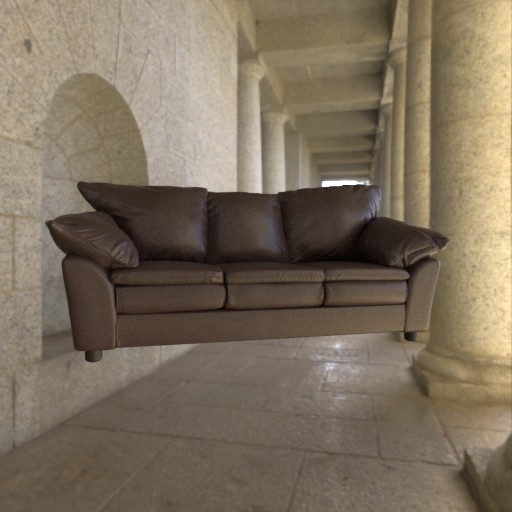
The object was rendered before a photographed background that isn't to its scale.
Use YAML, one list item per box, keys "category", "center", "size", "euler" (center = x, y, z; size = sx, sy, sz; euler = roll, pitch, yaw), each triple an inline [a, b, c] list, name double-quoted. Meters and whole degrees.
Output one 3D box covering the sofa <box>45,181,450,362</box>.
- category: "sofa"
  center: [0.000, 0.000, 2.903]
  size: [2.390, 1.091, 0.907]
  euler: [0, 1, -16]
